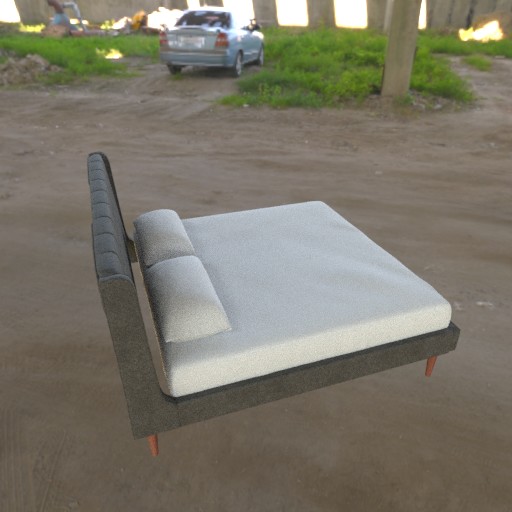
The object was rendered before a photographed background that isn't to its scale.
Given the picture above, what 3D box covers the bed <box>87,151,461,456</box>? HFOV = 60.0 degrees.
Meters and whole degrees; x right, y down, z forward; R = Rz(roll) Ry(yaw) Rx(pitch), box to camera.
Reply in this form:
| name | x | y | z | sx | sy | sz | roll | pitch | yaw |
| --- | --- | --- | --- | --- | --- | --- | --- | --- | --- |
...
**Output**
| name | x | y | z | sx | sy | sz | roll | pitch | yaw |
| --- | --- | --- | --- | --- | --- | --- | --- | --- | --- |
| bed | 0.000 | 0.000 | 2.512 | 1.638 | 0.933 | 1.531 | -10 | 31 | -17 |
